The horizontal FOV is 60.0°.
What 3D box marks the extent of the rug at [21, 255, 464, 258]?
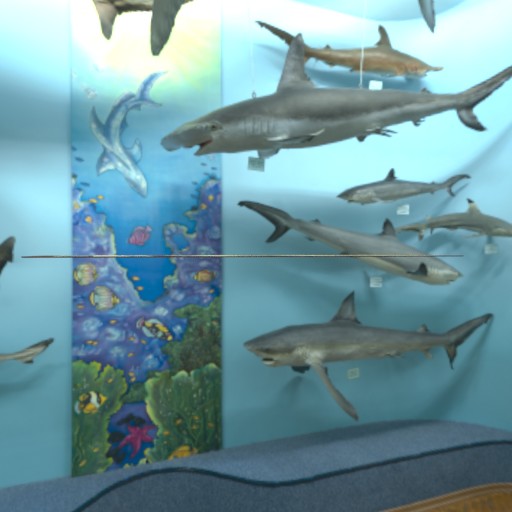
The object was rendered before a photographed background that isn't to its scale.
[{"bbox_3d":[0.000,0.000,2.697,2.437,0.006,0.792,0,0,-20],"label":"rug"}]
